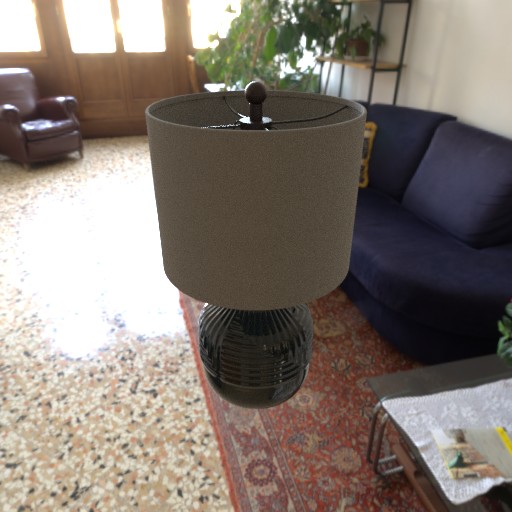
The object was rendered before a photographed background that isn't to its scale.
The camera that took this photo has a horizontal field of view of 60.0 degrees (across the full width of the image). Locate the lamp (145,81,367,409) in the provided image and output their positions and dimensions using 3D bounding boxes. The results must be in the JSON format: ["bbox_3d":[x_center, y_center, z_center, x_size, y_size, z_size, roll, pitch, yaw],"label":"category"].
[{"bbox_3d":[0.000,0.000,0.768,0.318,0.567,0.318,0,29,0],"label":"lamp"}]
